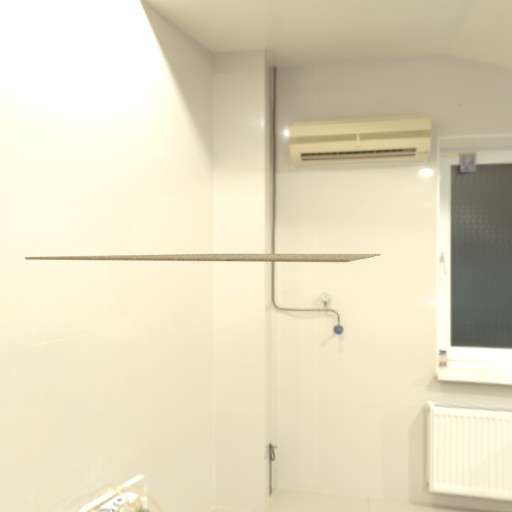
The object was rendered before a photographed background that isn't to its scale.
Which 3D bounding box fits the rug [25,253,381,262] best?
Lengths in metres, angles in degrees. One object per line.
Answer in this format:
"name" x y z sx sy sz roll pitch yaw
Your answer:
"rug" 0.000 0.000 3.036 1.540 0.012 2.448 0 1 18
